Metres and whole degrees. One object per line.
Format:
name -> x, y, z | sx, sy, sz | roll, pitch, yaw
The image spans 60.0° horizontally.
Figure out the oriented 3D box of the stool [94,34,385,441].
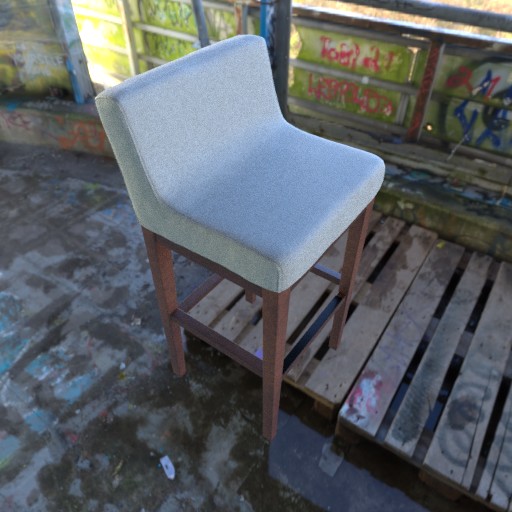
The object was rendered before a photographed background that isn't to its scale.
stool -> 0.000, 0.000, 1.295 | 0.500, 1.037, 0.511 | 26, 49, 26
